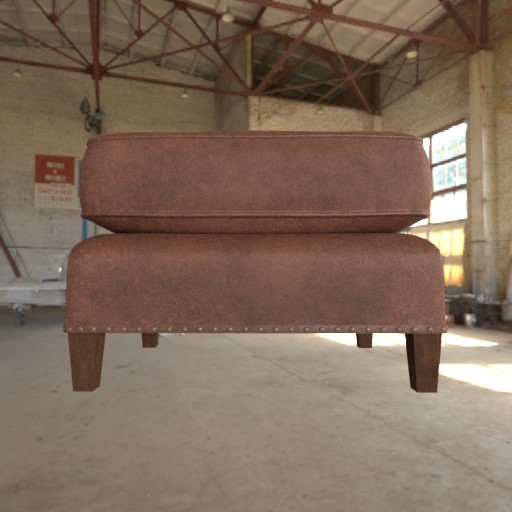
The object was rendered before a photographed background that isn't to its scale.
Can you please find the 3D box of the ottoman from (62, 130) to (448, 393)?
[{"bbox_3d":[0.000,0.000,1.125,0.738,0.537,0.589,0,-2,1],"label":"ottoman"}]
